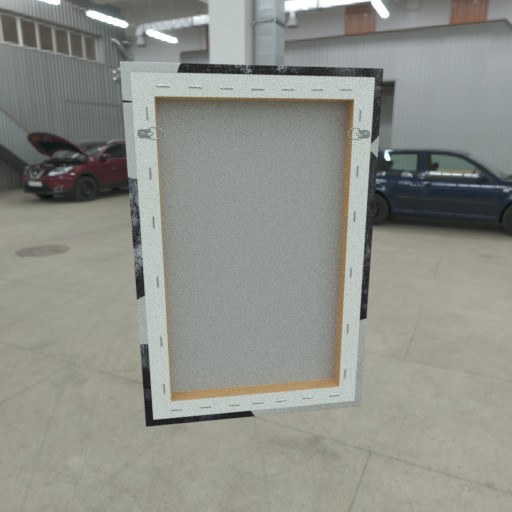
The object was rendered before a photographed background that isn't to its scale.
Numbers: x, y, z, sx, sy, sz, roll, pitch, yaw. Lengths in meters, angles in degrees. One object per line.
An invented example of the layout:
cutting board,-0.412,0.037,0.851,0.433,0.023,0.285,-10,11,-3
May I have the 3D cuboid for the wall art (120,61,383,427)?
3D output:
wall art,0.000,0.000,0.769,0.407,0.610,0.039,-2,15,-9
